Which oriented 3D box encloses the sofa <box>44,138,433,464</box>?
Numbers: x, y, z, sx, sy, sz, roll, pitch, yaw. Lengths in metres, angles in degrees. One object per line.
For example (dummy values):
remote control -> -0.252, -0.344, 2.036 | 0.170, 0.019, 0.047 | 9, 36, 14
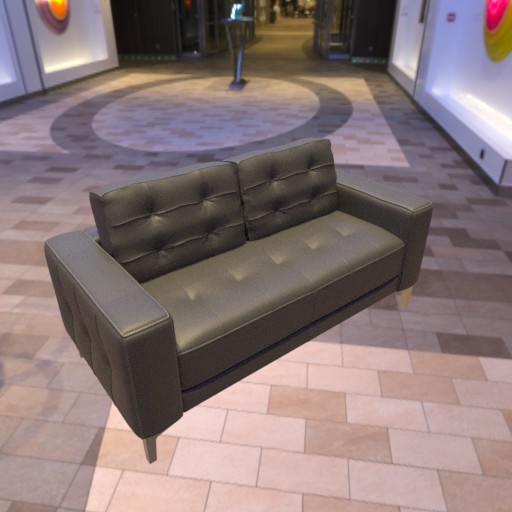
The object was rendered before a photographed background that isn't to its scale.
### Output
sofa -> 0.000, 0.000, 2.167 | 1.726, 0.893, 0.833 | -22, 36, -33
